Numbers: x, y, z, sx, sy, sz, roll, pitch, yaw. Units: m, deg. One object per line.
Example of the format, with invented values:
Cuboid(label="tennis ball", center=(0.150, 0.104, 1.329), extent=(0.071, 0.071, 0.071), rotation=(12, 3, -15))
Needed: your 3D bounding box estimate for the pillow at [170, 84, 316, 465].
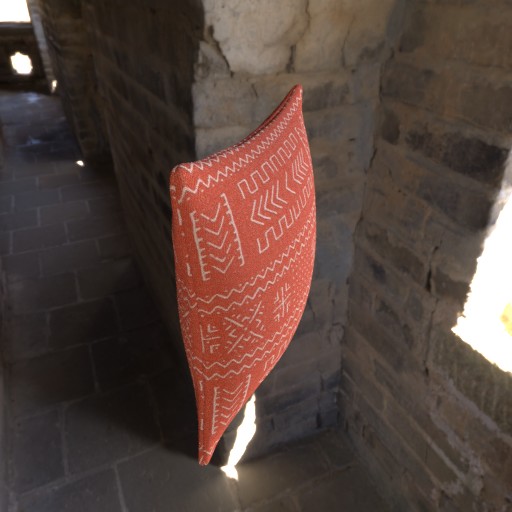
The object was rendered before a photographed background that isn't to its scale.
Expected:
Cuboid(label="pillow", center=(0.000, 0.000, 0.670), extent=(0.164, 0.429, 0.438), rotation=(10, 33, 16))
